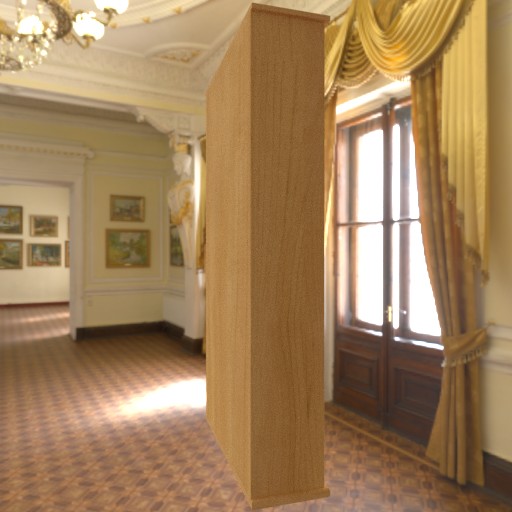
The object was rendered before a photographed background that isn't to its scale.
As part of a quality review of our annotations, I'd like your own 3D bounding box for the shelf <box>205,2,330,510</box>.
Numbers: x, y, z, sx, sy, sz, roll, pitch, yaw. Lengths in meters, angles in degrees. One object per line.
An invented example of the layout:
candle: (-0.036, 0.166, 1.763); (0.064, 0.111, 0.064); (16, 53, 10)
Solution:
shelf: (0.000, 0.000, 1.168); (0.175, 1.030, 0.520); (0, 0, -17)
